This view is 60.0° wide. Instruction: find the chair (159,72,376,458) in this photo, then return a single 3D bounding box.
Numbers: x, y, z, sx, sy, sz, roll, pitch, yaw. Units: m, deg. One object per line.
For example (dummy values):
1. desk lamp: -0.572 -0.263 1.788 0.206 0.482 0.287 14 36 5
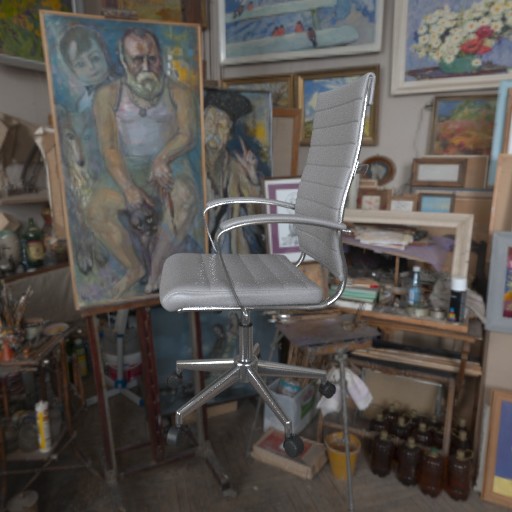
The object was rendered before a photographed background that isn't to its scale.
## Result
1. chair: 0.000 0.000 1.548 0.667 1.149 0.679 -2 13 -10
